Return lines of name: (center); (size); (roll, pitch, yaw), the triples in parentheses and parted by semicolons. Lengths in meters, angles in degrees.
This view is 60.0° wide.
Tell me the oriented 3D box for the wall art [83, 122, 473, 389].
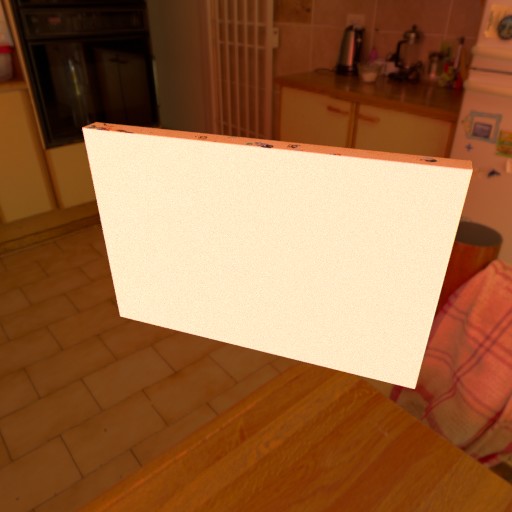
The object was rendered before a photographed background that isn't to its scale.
wall art: (0.000, 0.000, 0.781); (0.609, 0.406, 0.039); (10, 33, 17)
